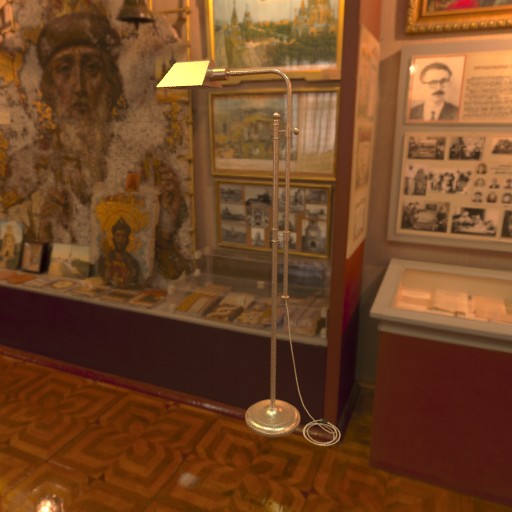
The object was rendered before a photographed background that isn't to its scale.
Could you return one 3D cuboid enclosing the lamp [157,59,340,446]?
[{"bbox_3d":[0.000,0.000,1.892,0.813,1.571,0.256,8,18,24],"label":"lamp"}]
